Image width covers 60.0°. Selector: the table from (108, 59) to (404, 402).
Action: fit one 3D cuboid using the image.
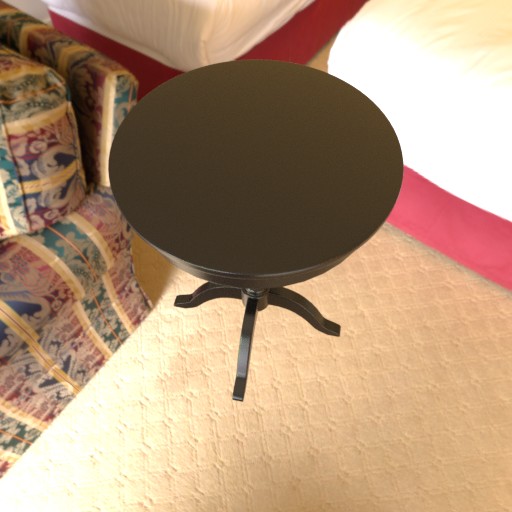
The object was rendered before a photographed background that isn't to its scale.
[{"bbox_3d":[0.000,0.000,1.004,0.481,0.665,0.481,0,58,0],"label":"table"}]
